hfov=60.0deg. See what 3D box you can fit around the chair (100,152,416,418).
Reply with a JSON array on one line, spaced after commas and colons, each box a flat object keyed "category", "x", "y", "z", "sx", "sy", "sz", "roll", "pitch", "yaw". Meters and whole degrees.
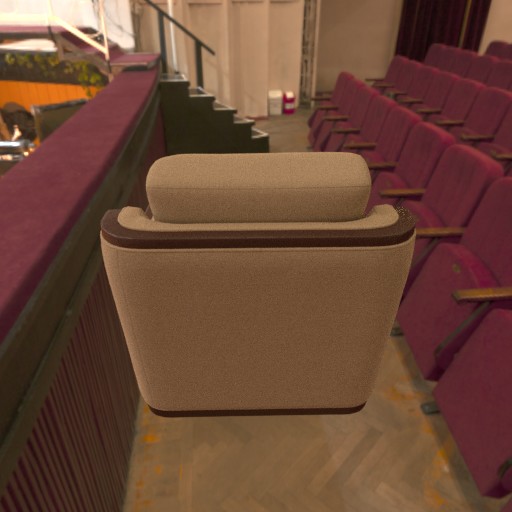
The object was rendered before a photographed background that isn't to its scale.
[{"category": "chair", "x": 0.000, "y": 0.000, "z": 1.642, "sx": 0.870, "sy": 0.930, "sz": 0.950, "roll": -1, "pitch": 30, "yaw": -1}]
